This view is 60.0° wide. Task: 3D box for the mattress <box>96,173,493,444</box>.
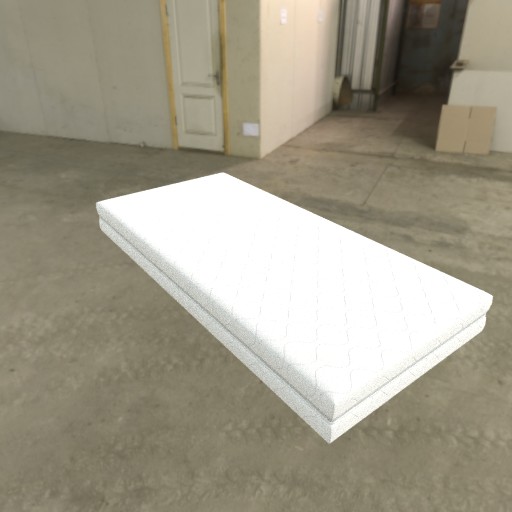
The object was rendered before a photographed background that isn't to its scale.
[{"bbox_3d":[0.000,0.000,2.196,0.900,0.200,1.900,-20,35,-32],"label":"mattress"}]
